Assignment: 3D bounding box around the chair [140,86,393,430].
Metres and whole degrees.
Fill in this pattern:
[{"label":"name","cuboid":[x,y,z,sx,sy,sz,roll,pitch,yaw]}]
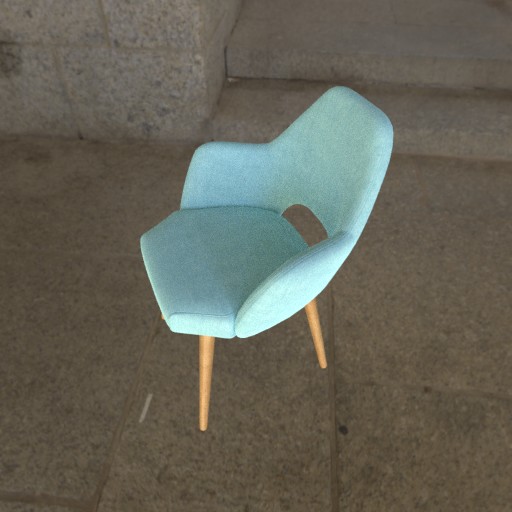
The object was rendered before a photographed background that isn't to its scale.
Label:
[{"label":"chair","cuboid":[0.000,0.000,1.283,0.610,0.840,0.590,-16,46,-16]}]
